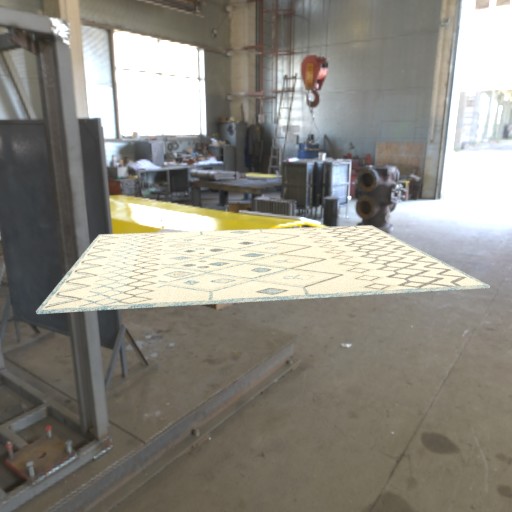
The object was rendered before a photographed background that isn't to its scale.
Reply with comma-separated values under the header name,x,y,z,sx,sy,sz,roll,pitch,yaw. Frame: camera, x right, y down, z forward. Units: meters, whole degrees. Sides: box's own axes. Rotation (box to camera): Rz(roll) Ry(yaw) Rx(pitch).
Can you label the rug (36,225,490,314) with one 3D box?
name,x,y,z,sx,sy,sz,roll,pitch,yaw
rug,0.000,0.000,2.343,1.820,0.009,1.260,-2,16,-8
